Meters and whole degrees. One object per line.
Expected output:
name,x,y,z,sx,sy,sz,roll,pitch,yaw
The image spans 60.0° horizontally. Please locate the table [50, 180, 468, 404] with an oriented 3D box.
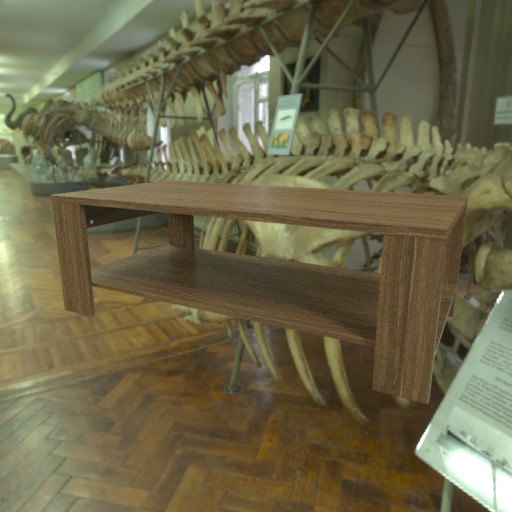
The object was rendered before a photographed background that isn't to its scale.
table,0.000,0.000,1.473,1.200,0.400,0.600,8,17,27
